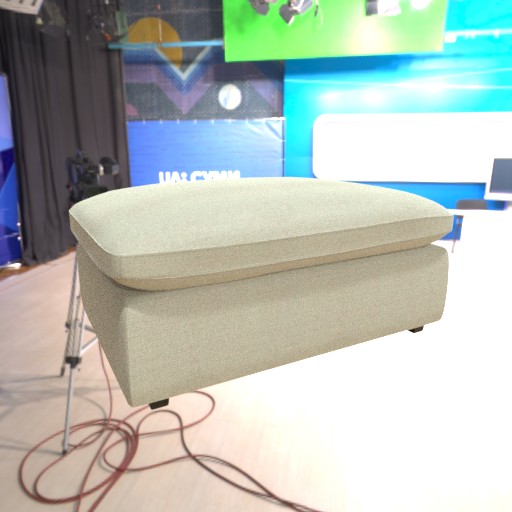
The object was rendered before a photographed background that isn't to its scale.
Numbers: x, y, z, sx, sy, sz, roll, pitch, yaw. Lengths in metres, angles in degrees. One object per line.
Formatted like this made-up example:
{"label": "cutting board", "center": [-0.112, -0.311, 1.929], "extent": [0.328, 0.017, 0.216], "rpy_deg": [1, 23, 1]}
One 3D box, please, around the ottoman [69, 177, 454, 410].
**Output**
{"label": "ottoman", "center": [0.000, 0.000, 1.353], "extent": [0.984, 0.453, 0.686], "rpy_deg": [-8, 17, -28]}
